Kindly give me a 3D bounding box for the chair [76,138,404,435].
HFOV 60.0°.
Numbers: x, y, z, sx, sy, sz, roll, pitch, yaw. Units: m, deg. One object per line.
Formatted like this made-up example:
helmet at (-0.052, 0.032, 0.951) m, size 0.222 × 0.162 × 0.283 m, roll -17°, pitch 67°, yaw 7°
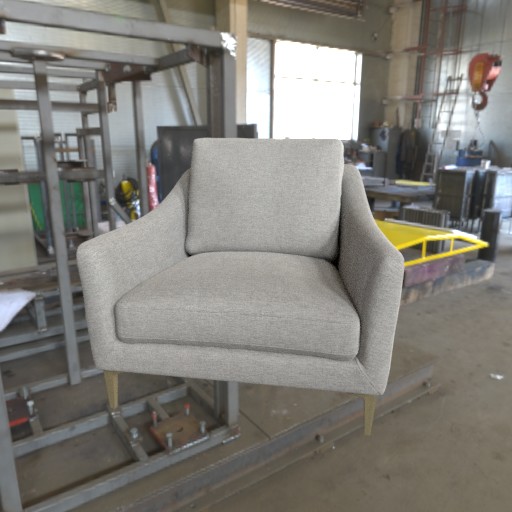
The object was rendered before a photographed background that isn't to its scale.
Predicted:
chair at (0.000, 0.000, 1.757) m, size 0.986 × 0.902 × 0.961 m, roll 3°, pitch 15°, yaw 9°
